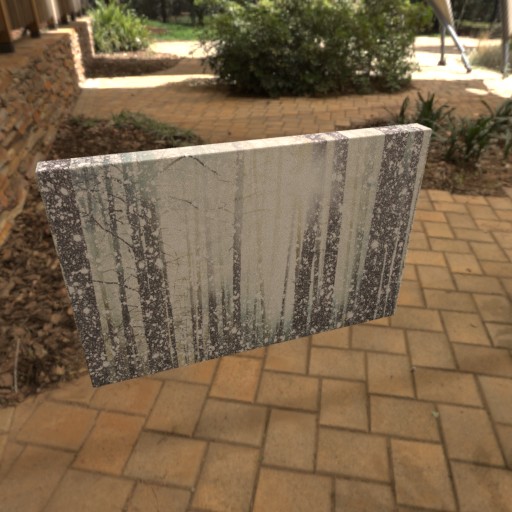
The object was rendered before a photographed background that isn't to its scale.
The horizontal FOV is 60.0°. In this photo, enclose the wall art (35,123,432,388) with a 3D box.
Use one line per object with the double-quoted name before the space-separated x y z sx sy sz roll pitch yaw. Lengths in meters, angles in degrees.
"wall art" 0.000 0.000 0.776 0.618 0.398 0.042 -10 33 -16
